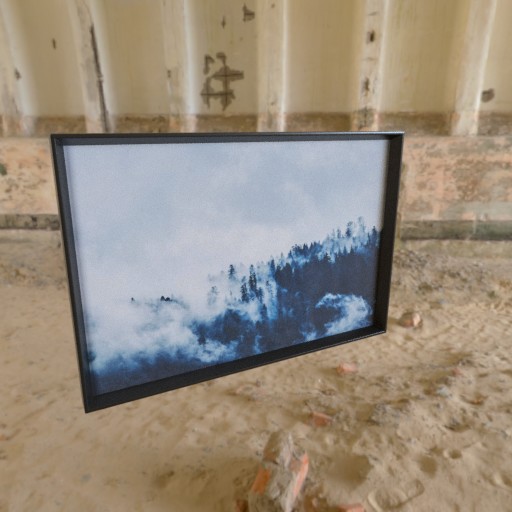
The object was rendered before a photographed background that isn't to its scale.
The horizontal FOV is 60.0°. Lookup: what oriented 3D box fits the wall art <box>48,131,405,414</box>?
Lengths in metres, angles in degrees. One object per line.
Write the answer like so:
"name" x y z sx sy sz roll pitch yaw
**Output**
"wall art" 0.000 0.000 1.190 0.939 0.640 0.058 -8 18 -26
